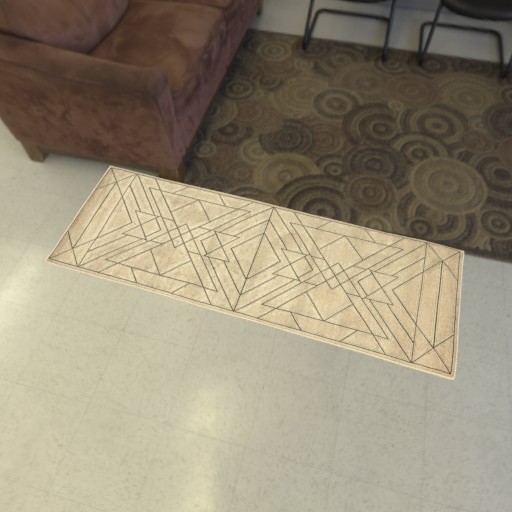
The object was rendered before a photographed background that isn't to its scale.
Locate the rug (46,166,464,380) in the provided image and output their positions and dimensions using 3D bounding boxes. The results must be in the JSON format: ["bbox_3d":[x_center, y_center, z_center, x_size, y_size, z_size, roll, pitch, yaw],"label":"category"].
[{"bbox_3d":[0.000,0.000,2.658,2.381,0.036,0.831,15,58,10],"label":"rug"}]
